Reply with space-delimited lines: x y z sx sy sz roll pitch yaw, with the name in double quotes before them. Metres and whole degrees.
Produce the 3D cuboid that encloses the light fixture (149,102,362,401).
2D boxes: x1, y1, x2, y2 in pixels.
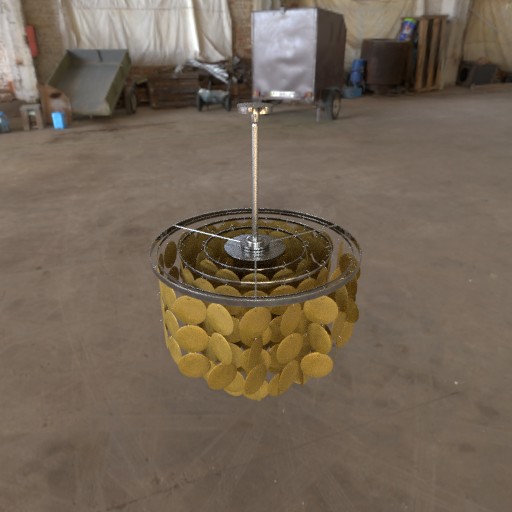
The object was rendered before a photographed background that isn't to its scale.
"light fixture" 0.000 0.000 0.758 0.368 0.492 0.368 0 27 0
